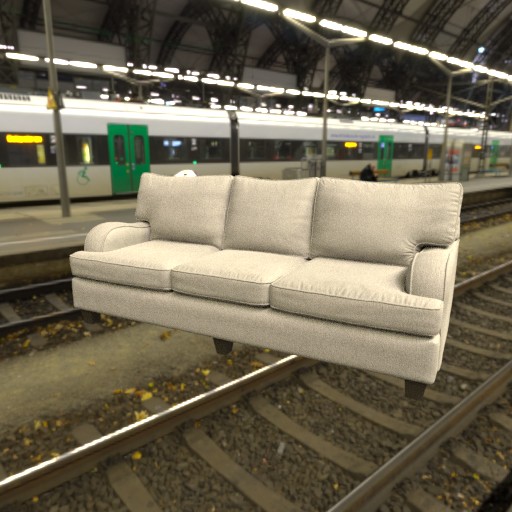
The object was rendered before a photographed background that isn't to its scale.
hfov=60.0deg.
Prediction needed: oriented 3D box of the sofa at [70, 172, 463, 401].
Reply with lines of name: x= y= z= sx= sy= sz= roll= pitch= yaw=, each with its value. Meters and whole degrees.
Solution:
sofa: x=0.000 y=0.000 z=2.836 sx=2.323 sy=0.991 sz=1.016 roll=7 pitch=15 yaw=26
